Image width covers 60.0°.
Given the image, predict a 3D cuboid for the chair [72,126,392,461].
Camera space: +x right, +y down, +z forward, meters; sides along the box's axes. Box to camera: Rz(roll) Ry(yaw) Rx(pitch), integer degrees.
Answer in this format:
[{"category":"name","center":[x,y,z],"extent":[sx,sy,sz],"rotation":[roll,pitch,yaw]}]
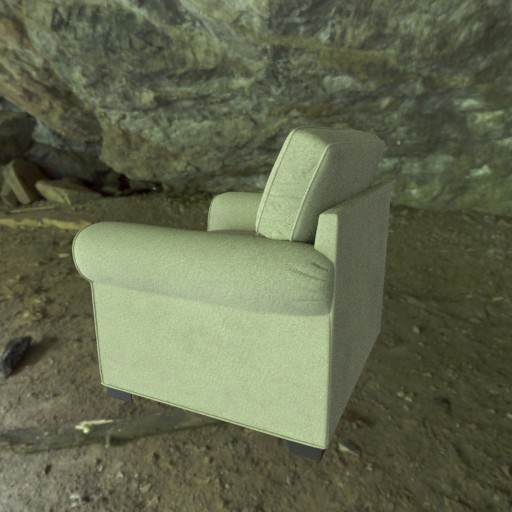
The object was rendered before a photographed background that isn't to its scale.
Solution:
[{"category":"chair","center":[0.000,0.000,1.877],"extent":[0.939,1.044,1.147],"rotation":[7,17,24]}]
